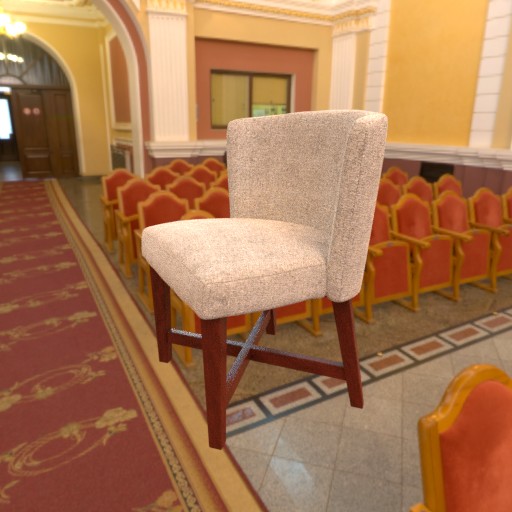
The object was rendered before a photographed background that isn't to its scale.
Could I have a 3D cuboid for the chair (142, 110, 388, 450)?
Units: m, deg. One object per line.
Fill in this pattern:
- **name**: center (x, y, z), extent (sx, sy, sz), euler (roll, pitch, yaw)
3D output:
- **chair**: center (0.000, 0.000, 1.312), extent (0.575, 0.827, 0.728), euler (-8, 19, -26)
